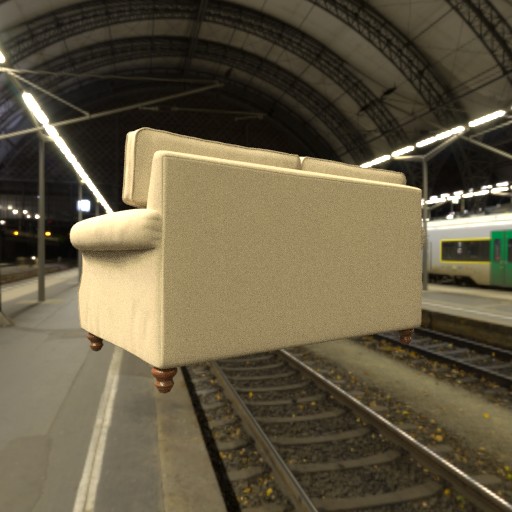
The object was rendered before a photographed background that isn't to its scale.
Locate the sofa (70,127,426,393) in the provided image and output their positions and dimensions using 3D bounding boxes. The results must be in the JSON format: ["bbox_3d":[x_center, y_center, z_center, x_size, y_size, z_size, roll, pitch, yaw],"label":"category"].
[{"bbox_3d":[0.000,0.000,2.261,1.665,0.937,0.964,0,1,-36],"label":"sofa"}]
